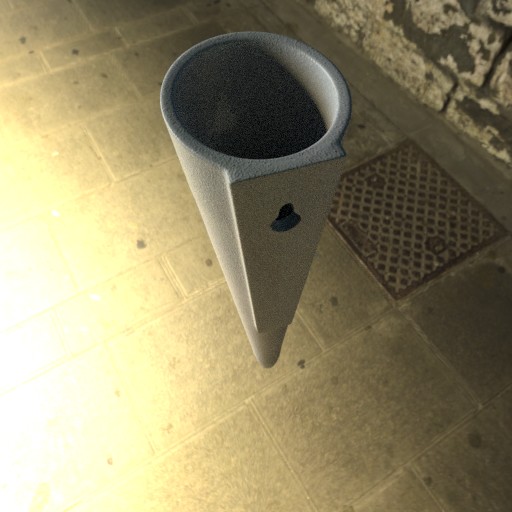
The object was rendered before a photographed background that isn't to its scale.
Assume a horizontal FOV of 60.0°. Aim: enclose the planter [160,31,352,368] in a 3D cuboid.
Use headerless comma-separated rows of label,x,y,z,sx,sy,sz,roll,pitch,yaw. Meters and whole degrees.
planter,0.000,0.000,0.216,0.057,0.191,0.064,-15,60,-9
